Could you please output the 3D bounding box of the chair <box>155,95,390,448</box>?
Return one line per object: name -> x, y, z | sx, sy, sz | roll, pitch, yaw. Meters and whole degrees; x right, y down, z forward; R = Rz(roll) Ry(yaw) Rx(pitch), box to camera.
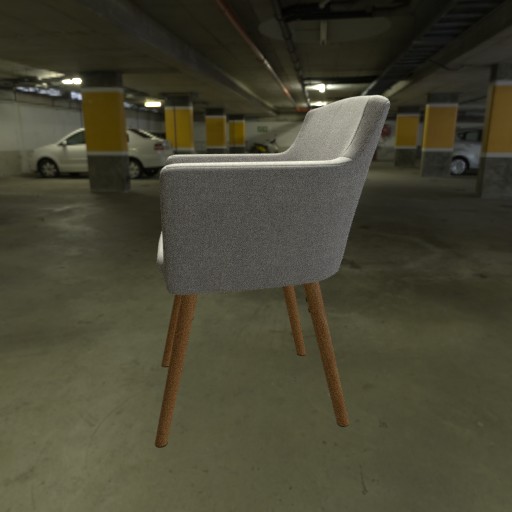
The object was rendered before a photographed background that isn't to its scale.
chair -> 0.000, 0.000, 1.149 | 0.540, 0.780, 0.570 | -2, 15, -10
